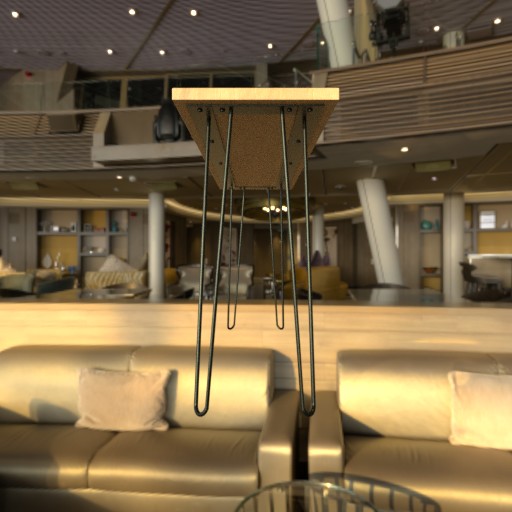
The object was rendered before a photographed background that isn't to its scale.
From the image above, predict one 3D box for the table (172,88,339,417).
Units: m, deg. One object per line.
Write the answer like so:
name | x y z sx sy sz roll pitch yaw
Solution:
table | 0.000 0.000 1.756 0.399 0.799 1.400 0 0 0
